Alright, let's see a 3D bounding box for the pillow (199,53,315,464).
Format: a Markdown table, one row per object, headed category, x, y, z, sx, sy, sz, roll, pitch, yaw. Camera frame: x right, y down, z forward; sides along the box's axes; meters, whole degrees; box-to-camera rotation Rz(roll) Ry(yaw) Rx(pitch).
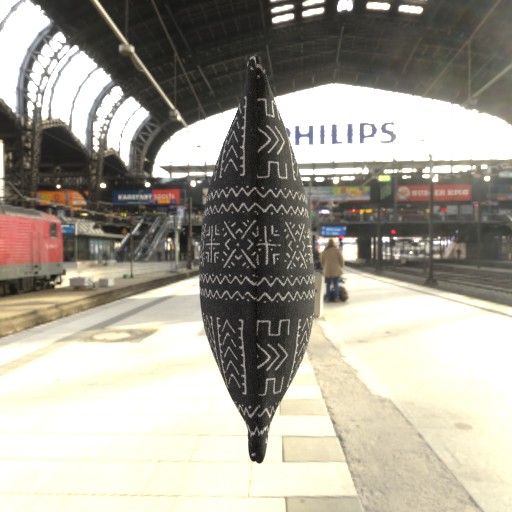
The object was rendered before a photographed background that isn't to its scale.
| category | x | y | z | sx | sy | sz | roll | pitch | yaw |
| --- | --- | --- | --- | --- | --- | --- | --- | --- | --- |
| pillow | 0.000 | 0.000 | 0.665 | 0.164 | 0.430 | 0.438 | 0 | 1 | 0 |
